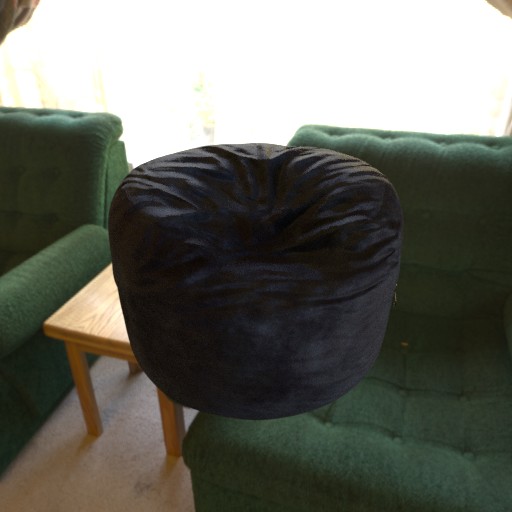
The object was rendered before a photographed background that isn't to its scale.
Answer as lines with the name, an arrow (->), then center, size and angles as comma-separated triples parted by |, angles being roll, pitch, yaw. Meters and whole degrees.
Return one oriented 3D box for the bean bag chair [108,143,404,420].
bean bag chair -> 0.000, 0.000, 1.491 | 0.918, 0.616, 0.918 | 0, 30, 0
